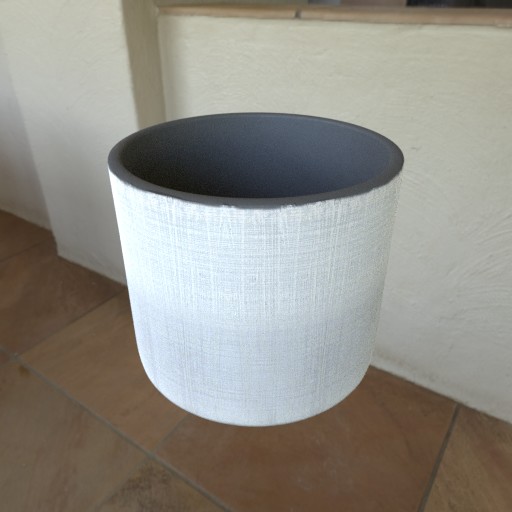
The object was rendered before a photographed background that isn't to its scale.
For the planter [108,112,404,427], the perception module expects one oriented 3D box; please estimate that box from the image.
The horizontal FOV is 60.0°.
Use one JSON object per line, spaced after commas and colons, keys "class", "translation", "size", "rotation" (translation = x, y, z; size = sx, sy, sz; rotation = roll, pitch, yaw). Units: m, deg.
{"class": "planter", "translation": [0.000, 0.000, 0.394], "size": [0.226, 0.201, 0.226], "rotation": [0, 31, 0]}
